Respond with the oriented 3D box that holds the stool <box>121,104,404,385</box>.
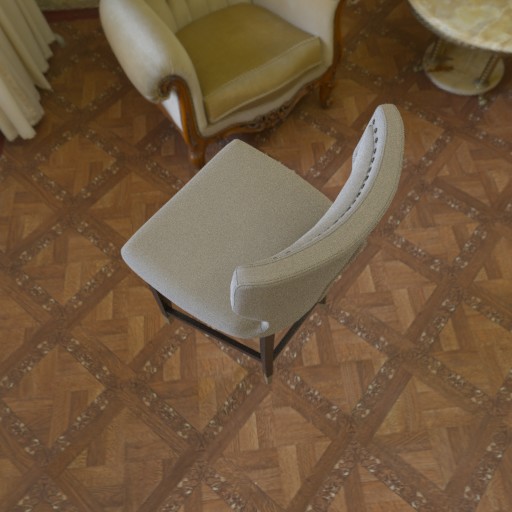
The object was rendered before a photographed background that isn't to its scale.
[{"bbox_3d":[0.000,0.000,1.304,0.563,0.982,0.527,35,68,16],"label":"stool"}]
